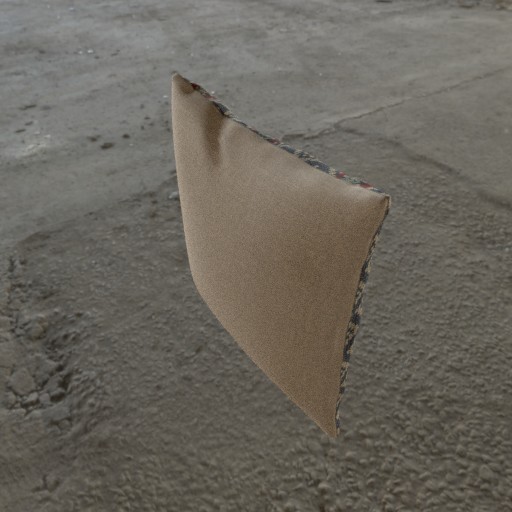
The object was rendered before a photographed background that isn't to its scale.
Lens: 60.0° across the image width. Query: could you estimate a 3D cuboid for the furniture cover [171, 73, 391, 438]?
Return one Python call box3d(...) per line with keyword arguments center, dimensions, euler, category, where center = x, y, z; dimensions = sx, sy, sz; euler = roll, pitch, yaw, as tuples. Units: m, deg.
box3d(center=(0.000, 0.000, 0.674), dimensions=(0.139, 0.431, 0.431), euler=(-24, 46, -26), category="furniture cover")
